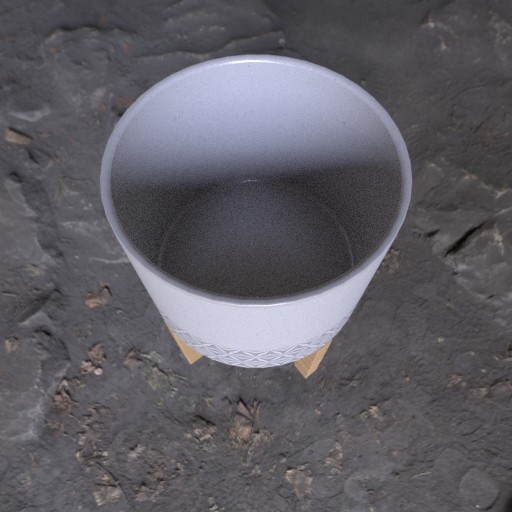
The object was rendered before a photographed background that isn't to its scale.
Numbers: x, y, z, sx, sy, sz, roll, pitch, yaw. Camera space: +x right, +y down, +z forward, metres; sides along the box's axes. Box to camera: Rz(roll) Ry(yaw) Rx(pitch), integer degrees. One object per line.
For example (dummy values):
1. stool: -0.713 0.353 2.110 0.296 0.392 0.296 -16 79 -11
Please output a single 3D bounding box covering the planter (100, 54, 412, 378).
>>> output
1. planter: 0.000 0.000 0.386 0.188 0.260 0.188 0 63 0
